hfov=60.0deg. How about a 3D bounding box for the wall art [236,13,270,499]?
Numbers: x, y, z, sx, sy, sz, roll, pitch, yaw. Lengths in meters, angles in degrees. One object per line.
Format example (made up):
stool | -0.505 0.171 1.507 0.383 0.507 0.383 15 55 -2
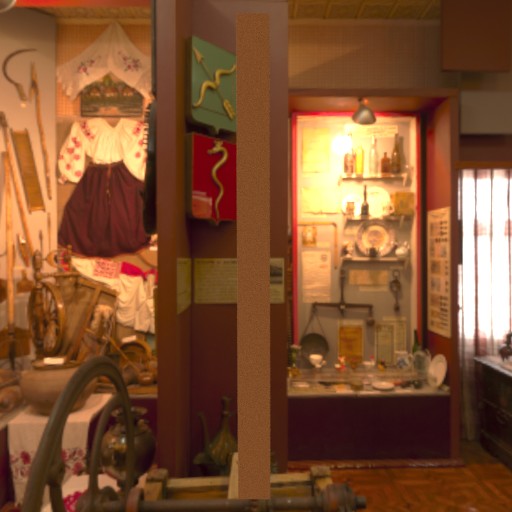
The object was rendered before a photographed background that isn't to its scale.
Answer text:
wall art | 0.000 0.000 0.730 0.039 0.553 0.451 0 0 1
